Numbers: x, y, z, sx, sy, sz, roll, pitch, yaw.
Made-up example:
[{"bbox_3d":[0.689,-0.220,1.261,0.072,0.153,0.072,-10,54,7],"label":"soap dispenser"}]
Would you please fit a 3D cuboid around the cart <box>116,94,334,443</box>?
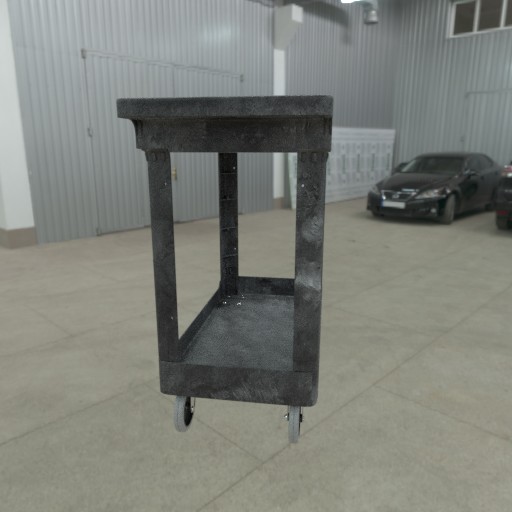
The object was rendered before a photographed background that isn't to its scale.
[{"bbox_3d":[0.000,0.000,1.336,0.420,0.824,0.877,2,14,9],"label":"cart"}]
